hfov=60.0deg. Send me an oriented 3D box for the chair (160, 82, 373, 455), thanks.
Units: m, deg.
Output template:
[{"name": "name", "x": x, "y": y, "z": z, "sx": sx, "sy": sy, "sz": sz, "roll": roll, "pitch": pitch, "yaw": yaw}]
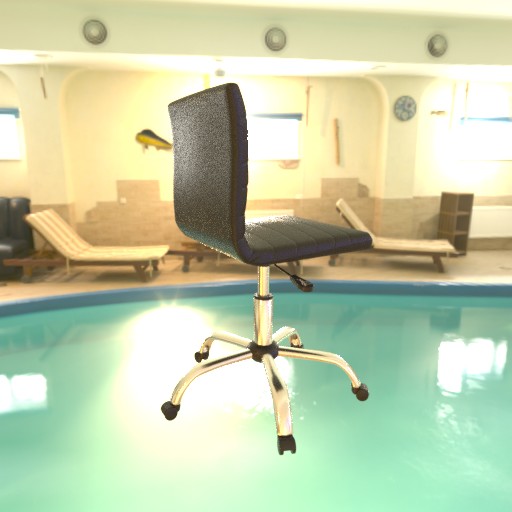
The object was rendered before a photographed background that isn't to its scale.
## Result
[{"name": "chair", "x": 0.000, "y": 0.000, "z": 1.143, "sx": 0.530, "sy": 0.780, "sz": 0.556, "roll": -7, "pitch": 14, "yaw": -27}]
